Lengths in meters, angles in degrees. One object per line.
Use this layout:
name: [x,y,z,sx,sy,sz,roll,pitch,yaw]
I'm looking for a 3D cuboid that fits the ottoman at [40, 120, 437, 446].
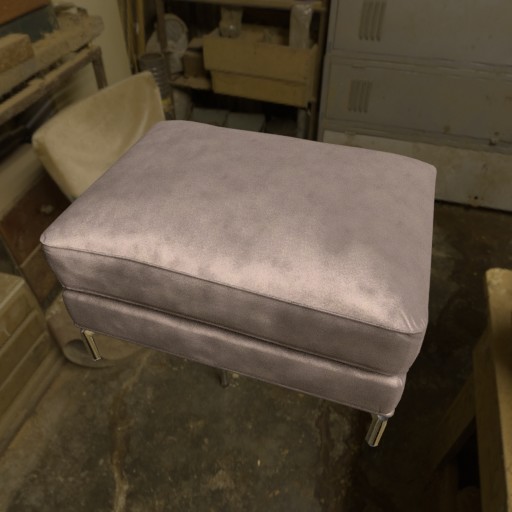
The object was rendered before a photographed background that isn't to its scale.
ottoman: [0.000,0.000,1.035,0.719,0.456,0.520,13,45,13]
